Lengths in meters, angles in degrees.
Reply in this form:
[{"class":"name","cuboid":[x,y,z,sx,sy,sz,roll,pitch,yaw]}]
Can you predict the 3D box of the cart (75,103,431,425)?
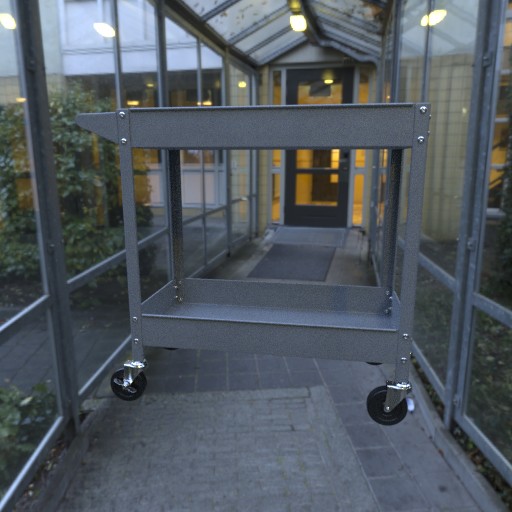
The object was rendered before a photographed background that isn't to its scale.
[{"class":"cart","cuboid":[0.000,0.000,1.169,0.779,0.719,0.366,2,13,9]}]
